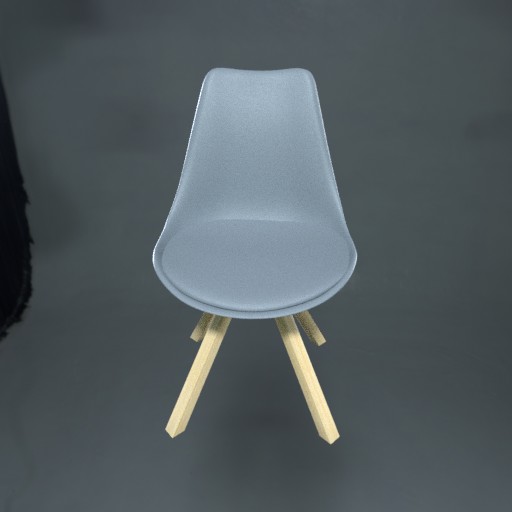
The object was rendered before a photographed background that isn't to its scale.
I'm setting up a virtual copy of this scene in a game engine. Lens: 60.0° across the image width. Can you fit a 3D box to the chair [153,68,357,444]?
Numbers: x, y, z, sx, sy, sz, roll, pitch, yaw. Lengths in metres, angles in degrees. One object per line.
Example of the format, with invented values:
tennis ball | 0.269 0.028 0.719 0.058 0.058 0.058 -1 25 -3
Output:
chair | 0.000 0.000 1.157 0.485 0.850 0.549 1 30 2
